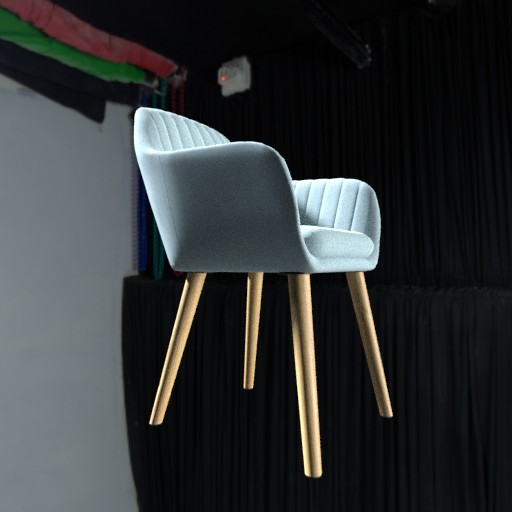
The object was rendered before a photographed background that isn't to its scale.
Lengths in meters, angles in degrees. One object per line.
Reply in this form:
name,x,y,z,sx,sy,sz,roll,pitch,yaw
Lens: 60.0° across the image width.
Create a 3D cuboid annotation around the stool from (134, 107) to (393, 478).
stool,0.000,0.000,1.165,0.590,0.830,0.503,-1,-1,36
